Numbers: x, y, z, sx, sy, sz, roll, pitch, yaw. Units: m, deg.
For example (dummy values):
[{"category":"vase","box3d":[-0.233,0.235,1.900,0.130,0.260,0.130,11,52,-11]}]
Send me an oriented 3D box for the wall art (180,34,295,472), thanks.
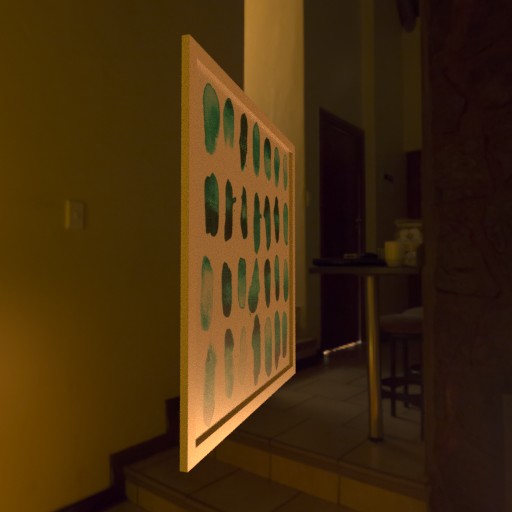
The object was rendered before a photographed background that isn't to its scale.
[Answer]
[{"category":"wall art","box3d":[0.000,0.000,0.678,0.009,0.457,0.456,-1,-2,19]}]
